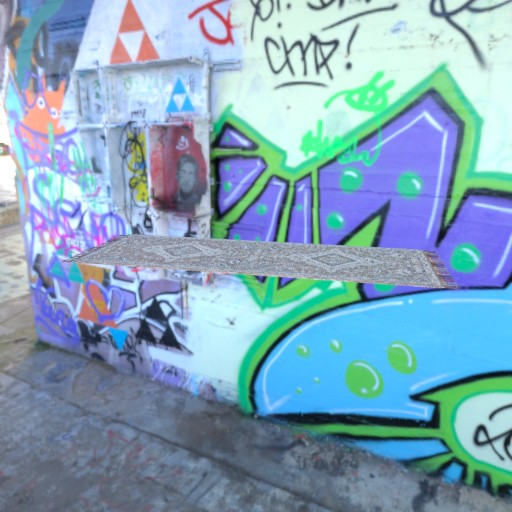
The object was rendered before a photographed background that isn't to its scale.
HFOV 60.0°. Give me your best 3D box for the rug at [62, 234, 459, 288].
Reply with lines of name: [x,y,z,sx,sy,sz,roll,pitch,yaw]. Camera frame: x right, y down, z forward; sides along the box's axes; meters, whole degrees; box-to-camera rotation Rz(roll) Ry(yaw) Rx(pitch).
rug: [0.000,0.000,2.821,2.378,0.018,1.324,8,18,27]
